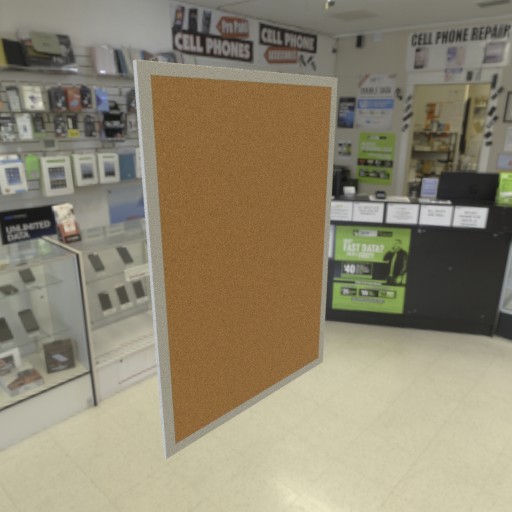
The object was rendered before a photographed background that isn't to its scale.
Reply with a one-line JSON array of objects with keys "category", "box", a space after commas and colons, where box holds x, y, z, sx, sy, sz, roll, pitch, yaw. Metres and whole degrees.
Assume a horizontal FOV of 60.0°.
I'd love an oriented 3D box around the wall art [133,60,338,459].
[{"category": "wall art", "box": [0.000, 0.000, 1.216, 0.659, 0.940, 0.013, -17, 24, -42]}]
